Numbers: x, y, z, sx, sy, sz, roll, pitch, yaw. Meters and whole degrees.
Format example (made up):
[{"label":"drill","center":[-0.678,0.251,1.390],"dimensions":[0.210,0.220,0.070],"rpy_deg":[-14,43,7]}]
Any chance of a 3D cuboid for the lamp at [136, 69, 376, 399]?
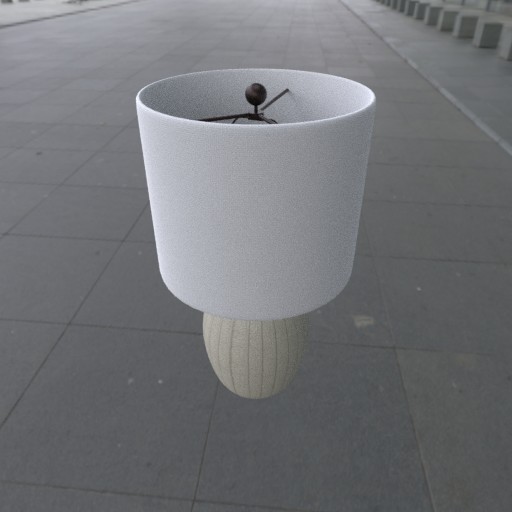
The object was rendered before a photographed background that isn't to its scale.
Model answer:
[{"label":"lamp","center":[0.000,0.000,0.767],"dimensions":[0.329,0.570,0.329],"rpy_deg":[11,35,17]}]
